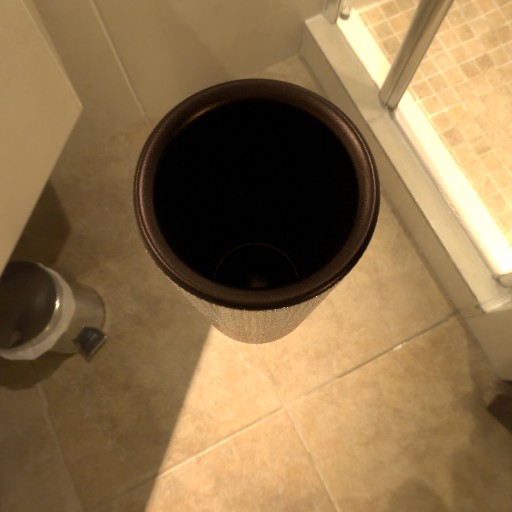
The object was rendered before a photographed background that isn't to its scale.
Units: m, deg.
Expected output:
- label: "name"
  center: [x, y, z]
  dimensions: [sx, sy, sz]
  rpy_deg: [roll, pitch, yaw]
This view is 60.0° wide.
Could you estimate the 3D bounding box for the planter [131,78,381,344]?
- label: "planter"
  center: [0.000, 0.000, 0.285]
  dimensions: [0.100, 0.227, 0.100]
  rpy_deg: [26, 77, 6]
